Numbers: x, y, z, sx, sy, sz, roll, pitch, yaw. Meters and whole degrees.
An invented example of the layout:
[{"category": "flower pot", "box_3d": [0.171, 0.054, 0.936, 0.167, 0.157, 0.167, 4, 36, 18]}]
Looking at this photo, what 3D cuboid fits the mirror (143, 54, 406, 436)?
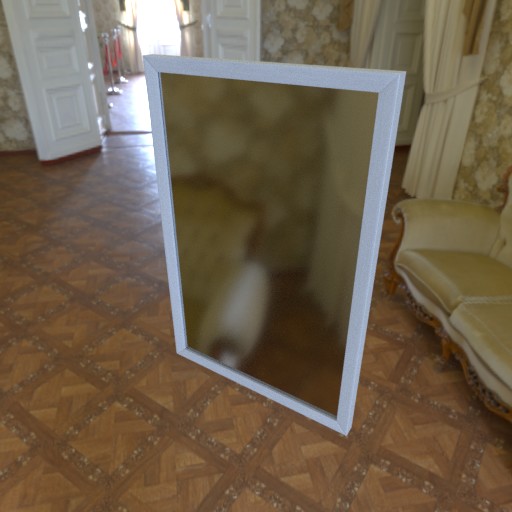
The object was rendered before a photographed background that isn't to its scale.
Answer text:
[{"category": "mirror", "box_3d": [0.000, 0.000, 1.135, 0.609, 0.915, 0.040, 17, 34, 28]}]
